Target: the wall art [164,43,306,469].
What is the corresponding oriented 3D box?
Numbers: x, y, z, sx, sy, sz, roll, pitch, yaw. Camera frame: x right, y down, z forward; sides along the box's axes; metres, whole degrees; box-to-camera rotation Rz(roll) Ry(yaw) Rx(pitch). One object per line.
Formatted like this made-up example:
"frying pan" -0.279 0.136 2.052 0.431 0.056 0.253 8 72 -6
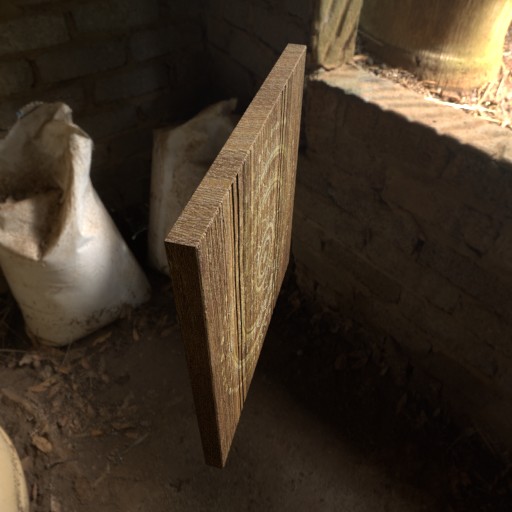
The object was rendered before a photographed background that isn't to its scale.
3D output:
"wall art" 0.000 0.000 0.880 0.042 0.608 0.611 11 46 11
